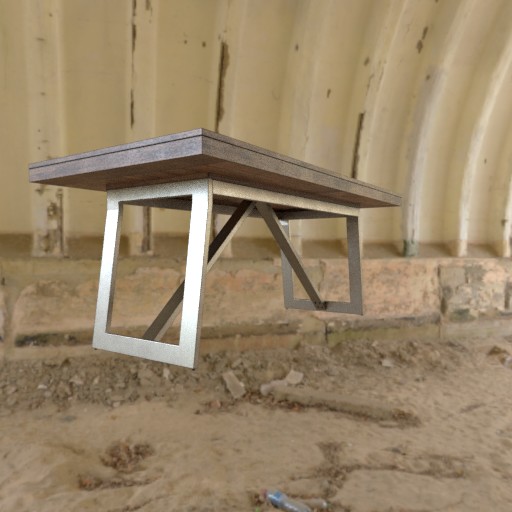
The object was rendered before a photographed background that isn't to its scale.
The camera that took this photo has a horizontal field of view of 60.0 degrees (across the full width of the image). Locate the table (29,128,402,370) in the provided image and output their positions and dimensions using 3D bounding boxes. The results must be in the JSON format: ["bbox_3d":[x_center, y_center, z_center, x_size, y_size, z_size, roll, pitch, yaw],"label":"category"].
[{"bbox_3d":[0.000,0.000,2.291,0.931,0.757,1.867,1,1,35],"label":"table"}]
